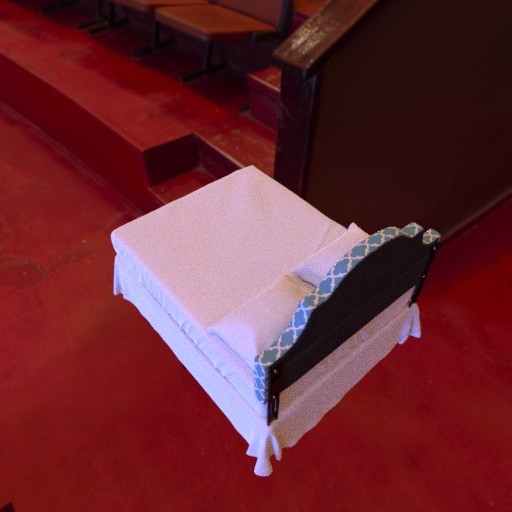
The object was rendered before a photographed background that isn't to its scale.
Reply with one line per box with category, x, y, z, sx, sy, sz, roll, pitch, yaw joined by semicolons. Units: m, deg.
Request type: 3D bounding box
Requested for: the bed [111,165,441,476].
bed;0.000;0.000;3.435;1.780;1.633;2.222;-31;53;-27
